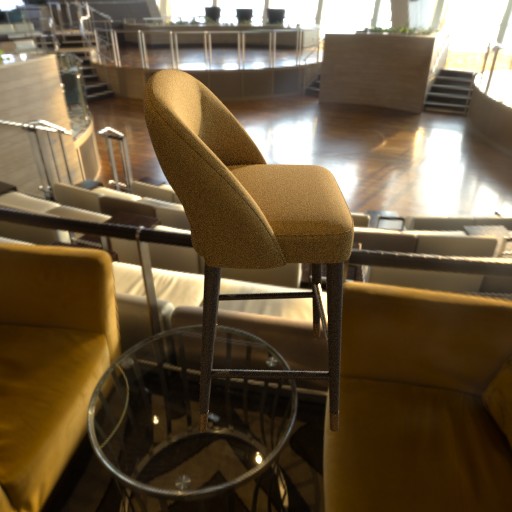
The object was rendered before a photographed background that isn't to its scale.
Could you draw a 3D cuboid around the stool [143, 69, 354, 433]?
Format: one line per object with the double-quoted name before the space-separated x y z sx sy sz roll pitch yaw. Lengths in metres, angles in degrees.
"stool" 0.000 0.000 1.335 0.522 1.032 0.536 0 31 -1
